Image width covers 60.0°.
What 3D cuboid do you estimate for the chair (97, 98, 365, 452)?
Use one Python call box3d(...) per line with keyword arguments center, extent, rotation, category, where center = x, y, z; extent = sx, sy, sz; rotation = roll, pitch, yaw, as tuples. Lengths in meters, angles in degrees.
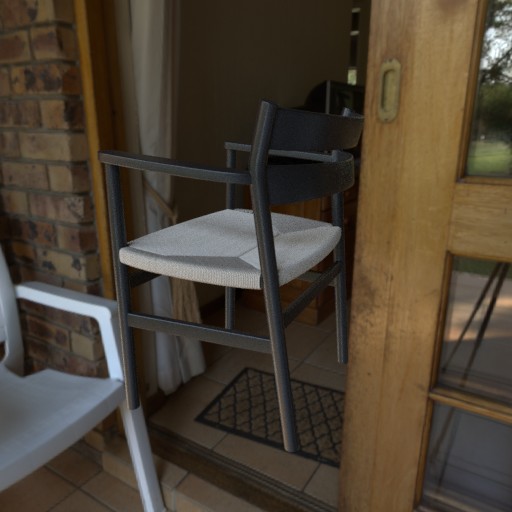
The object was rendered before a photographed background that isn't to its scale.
box3d(center=(0.000, 0.000, 1.199), extent=(0.508, 0.775, 0.630), rotation=(8, 19, 25), category="chair")
